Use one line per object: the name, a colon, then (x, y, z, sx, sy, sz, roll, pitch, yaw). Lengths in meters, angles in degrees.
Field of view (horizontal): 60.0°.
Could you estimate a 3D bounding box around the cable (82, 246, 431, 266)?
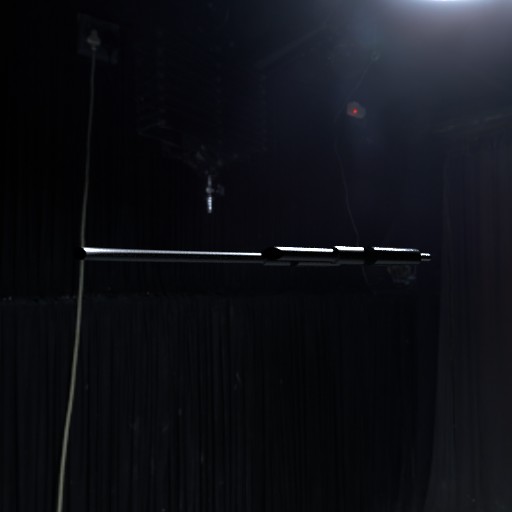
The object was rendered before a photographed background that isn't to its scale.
cable: (0.000, 0.000, 0.116, 0.098, 0.005, 0.041, 1, -2, -36)
